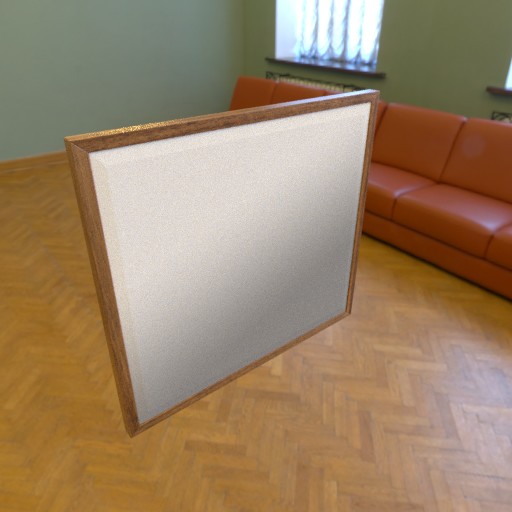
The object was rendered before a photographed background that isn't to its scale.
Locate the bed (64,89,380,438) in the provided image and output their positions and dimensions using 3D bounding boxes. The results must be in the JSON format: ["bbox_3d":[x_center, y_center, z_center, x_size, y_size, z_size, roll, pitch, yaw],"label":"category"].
[{"bbox_3d":[0.000,0.000,1.465,1.041,0.940,0.043,-21,36,-33],"label":"bed"}]
